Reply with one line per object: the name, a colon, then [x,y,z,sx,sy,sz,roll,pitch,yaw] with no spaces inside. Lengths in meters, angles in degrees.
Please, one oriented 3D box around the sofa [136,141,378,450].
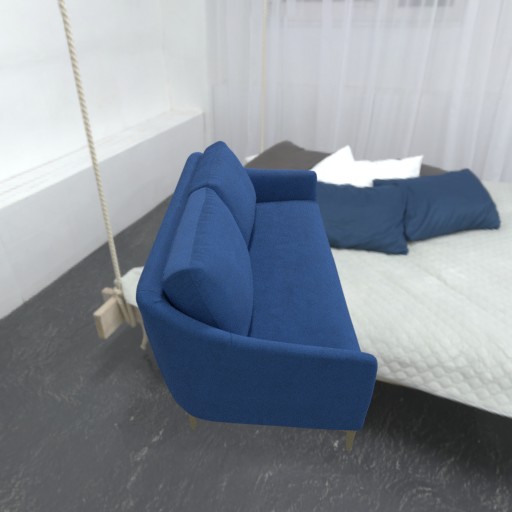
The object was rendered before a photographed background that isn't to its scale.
sofa: [0.000,0.000,2.609,0.960,0.903,2.036,0,31,0]
